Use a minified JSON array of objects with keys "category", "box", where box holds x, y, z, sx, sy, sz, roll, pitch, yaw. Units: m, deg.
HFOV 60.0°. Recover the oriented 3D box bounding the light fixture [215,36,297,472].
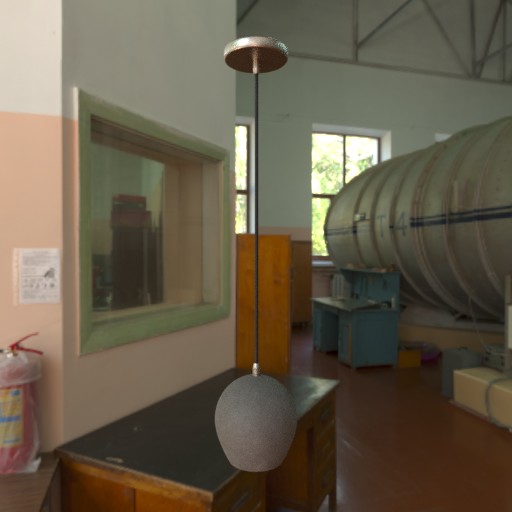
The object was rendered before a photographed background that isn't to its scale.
[{"category":"light fixture","box":[0.000,0.000,0.826,0.153,0.760,0.153,0,1,19]}]
